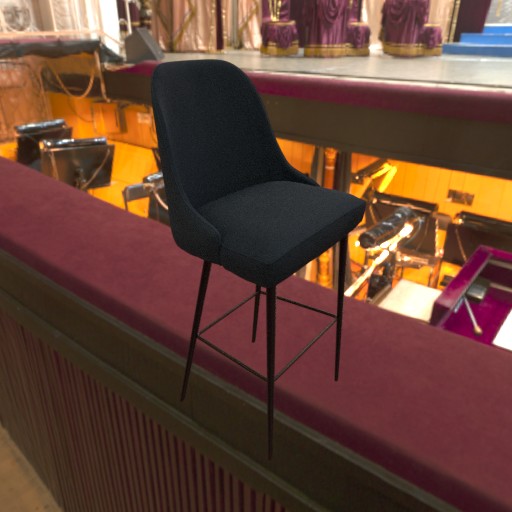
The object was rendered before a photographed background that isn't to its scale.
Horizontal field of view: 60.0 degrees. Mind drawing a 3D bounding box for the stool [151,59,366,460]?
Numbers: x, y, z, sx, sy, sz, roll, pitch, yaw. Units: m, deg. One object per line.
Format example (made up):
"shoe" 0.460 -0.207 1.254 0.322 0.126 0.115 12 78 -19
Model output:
"stool" 0.000 0.000 1.354 0.489 1.079 0.527 19 33 32
